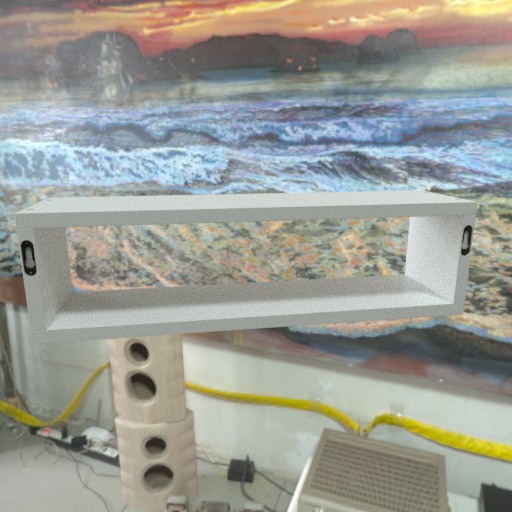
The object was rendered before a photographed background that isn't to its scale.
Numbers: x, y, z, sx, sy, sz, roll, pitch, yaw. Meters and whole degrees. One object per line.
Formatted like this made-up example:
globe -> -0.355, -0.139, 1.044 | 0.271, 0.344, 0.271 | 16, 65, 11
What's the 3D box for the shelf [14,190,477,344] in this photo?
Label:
shelf -> 0.000, 0.000, 0.670 | 0.610, 0.170, 0.150 | -2, 15, -9
